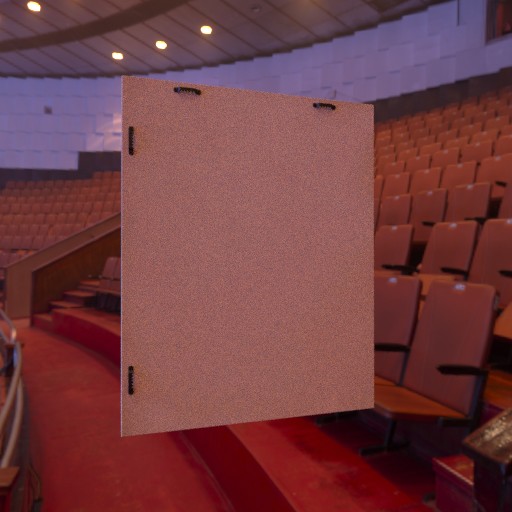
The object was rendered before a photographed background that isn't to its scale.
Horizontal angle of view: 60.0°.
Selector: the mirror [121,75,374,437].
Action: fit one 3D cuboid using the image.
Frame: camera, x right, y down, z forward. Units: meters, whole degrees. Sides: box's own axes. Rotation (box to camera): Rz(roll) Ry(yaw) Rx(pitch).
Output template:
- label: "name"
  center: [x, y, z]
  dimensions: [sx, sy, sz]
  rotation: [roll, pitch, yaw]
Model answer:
- label: "mirror"
  center: [0.000, 0.000, 0.698]
  dimensions: [0.406, 0.509, 0.041]
  rotation: [0, 0, -17]
